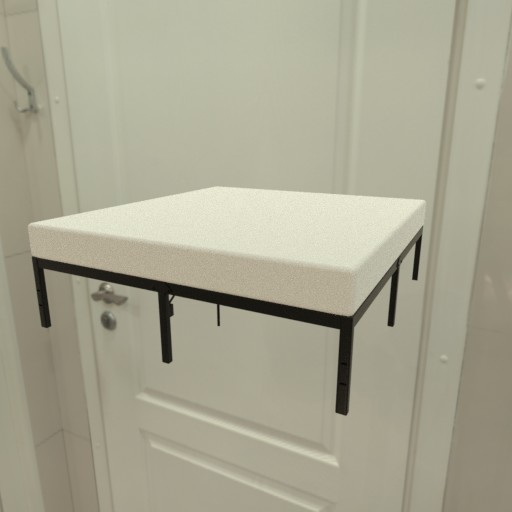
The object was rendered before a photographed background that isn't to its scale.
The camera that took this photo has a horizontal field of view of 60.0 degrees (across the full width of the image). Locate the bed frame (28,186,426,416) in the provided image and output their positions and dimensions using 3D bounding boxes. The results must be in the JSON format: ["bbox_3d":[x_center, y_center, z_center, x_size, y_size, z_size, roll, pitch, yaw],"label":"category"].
[{"bbox_3d":[0.000,0.000,3.125,1.963,0.659,2.079,8,18,26],"label":"bed frame"}]
